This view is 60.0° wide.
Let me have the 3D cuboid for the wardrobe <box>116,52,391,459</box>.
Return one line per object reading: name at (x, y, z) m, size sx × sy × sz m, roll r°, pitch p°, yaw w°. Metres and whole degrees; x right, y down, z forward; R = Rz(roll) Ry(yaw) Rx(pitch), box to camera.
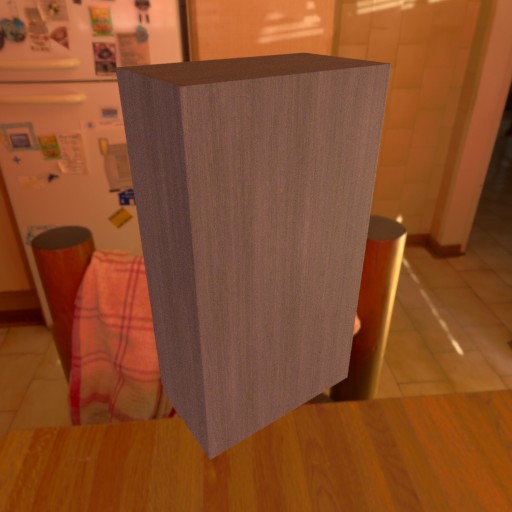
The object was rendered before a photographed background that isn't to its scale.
wardrobe at (0.000, 0.000, 2.270) m, size 0.991 × 1.808 × 0.577 m, roll -20°, pitch 35°, yaw -30°
